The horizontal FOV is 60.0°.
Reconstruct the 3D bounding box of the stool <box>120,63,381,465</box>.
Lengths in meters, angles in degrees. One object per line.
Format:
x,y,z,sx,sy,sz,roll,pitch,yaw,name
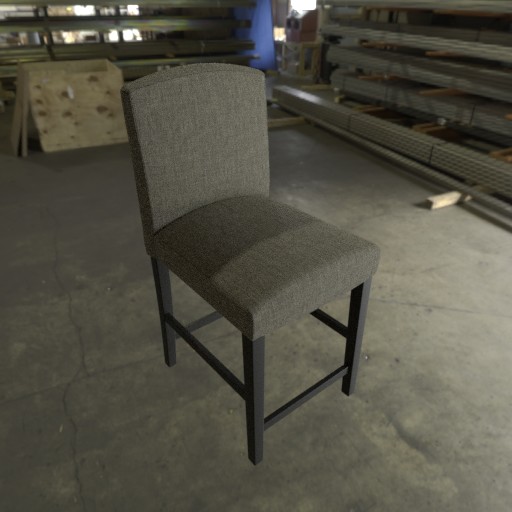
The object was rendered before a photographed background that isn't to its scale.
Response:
0.000,0.000,1.264,0.451,0.966,0.552,-22,37,-33,stool
